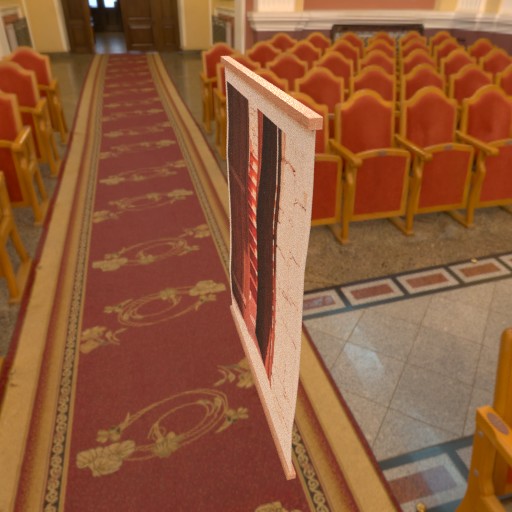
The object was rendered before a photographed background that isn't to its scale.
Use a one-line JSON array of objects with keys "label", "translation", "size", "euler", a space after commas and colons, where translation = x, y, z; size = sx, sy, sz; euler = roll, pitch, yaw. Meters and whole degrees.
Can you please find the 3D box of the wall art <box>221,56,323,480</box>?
[{"label": "wall art", "translation": [0.000, 0.000, 0.671], "size": [0.013, 0.508, 0.406], "euler": [-8, 32, -12]}]
